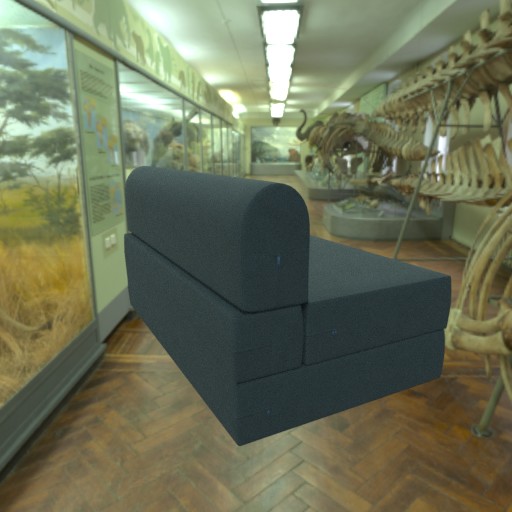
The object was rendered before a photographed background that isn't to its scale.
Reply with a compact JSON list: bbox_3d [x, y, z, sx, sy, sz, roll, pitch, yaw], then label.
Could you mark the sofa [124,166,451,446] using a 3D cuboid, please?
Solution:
[{"bbox_3d":[0.000,0.000,1.723,0.762,0.660,1.219,-7,15,-27],"label":"sofa"}]
